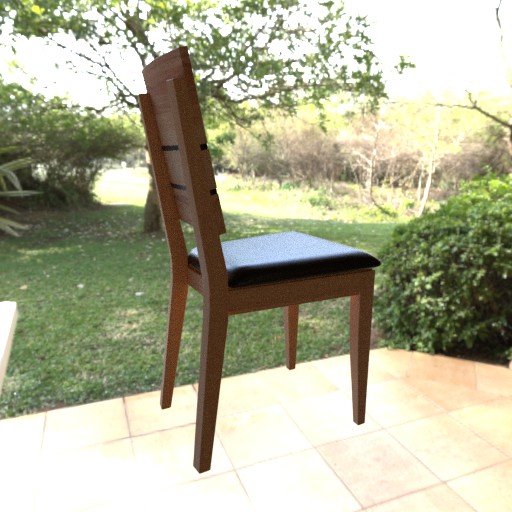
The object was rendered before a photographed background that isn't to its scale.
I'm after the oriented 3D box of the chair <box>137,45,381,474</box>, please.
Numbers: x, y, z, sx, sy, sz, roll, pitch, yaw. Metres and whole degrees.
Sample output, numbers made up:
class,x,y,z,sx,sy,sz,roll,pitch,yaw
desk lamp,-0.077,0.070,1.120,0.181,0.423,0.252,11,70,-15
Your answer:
class,x,y,z,sx,sy,sz,roll,pitch,yaw
chair,0.000,0.000,1.187,0.520,0.940,0.410,-7,15,-27
